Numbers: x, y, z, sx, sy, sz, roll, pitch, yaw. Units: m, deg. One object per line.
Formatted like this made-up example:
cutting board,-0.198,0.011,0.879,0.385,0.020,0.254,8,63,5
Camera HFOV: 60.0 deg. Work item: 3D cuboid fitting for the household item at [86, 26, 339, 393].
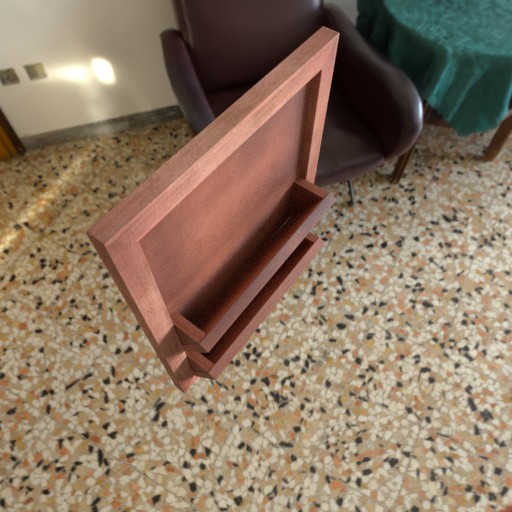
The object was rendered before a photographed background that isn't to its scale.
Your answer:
household item,0.000,0.000,0.539,0.067,0.407,0.310,33,64,18
